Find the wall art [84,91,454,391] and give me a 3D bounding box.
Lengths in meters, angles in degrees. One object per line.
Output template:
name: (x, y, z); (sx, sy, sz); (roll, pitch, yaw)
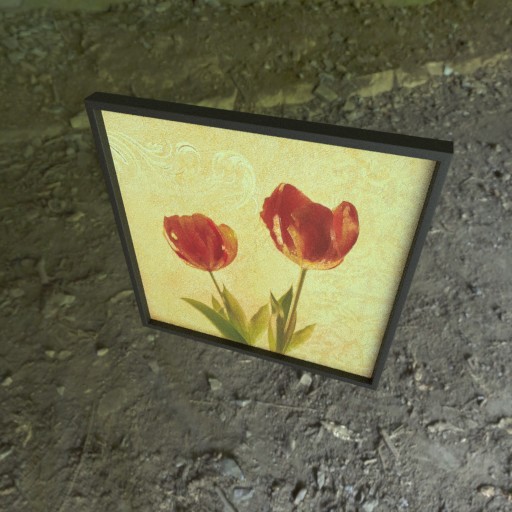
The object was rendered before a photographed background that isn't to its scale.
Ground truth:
wall art: (0.000, 0.000, 0.528); (0.349, 0.349, 0.038); (12, 43, 14)
